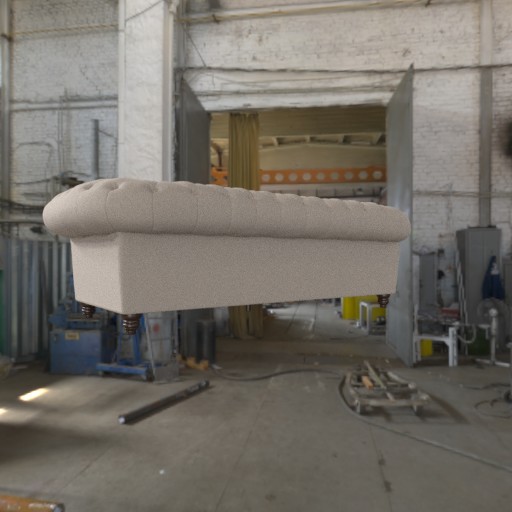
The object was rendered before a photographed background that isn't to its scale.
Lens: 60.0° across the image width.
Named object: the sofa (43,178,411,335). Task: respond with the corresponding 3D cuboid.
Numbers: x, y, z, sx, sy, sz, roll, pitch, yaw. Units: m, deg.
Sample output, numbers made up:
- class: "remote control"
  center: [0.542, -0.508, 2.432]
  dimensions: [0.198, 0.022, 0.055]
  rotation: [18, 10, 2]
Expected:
- class: "sofa"
  center: [0.000, 0.000, 2.888]
  dimensions: [2.411, 0.749, 0.991]
  rotation: [0, 0, -36]
